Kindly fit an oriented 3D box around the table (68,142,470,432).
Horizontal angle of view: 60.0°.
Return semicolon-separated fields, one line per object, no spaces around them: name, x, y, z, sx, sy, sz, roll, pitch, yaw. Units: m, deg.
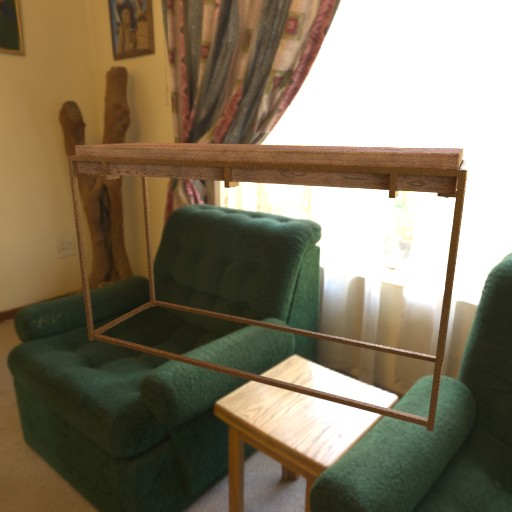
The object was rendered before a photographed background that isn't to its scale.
table;0.000;0.000;1.710;1.400;0.820;0.440;8;18;25
